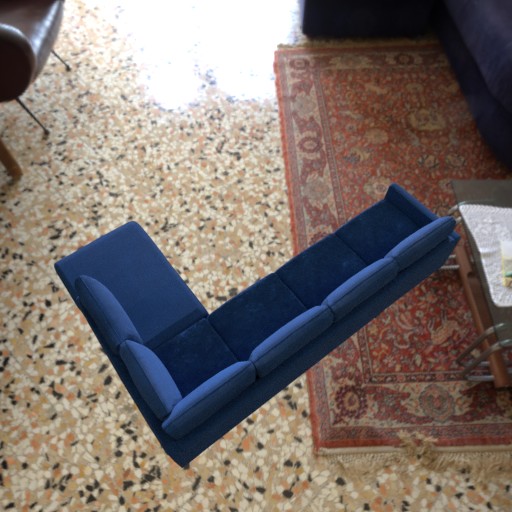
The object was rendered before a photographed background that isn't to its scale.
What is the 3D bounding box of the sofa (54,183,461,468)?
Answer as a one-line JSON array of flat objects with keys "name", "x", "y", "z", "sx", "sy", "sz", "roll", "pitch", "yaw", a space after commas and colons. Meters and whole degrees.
[{"name": "sofa", "x": 0.000, "y": 0.000, "z": 3.291, "sx": 2.486, "sy": 0.687, "sz": 1.707, "roll": -32, "pitch": 63, "yaw": -19}]
